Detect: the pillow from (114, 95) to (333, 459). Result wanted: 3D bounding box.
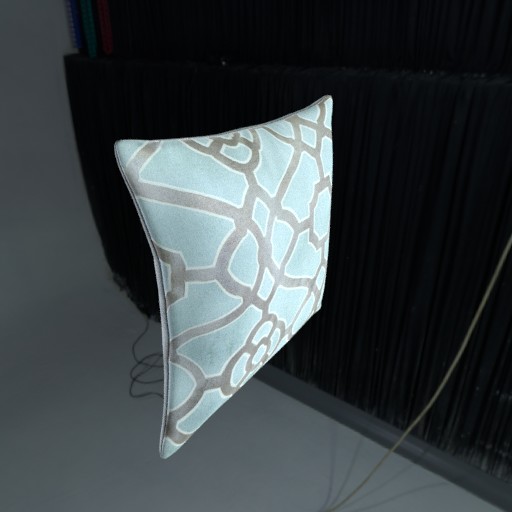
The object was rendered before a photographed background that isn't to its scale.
[{"bbox_3d":[0.000,0.000,0.812,0.166,0.508,0.552,17,31,30],"label":"pillow"}]
